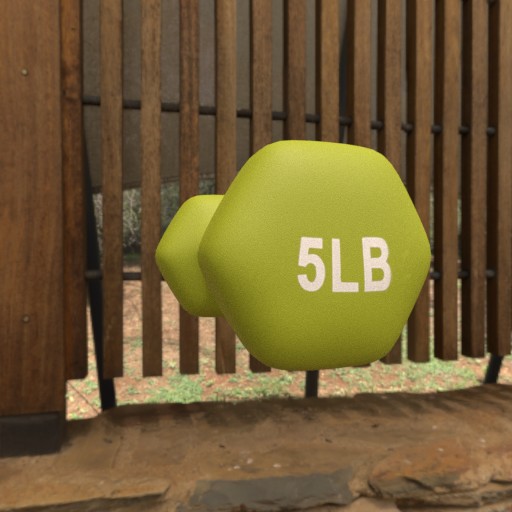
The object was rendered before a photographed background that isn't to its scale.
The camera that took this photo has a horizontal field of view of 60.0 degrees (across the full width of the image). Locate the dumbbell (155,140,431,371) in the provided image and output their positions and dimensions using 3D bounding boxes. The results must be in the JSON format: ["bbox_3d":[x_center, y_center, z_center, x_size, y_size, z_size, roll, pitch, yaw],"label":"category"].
[{"bbox_3d":[0.000,0.000,0.207,0.080,0.072,0.164,0,0,-18],"label":"dumbbell"}]
